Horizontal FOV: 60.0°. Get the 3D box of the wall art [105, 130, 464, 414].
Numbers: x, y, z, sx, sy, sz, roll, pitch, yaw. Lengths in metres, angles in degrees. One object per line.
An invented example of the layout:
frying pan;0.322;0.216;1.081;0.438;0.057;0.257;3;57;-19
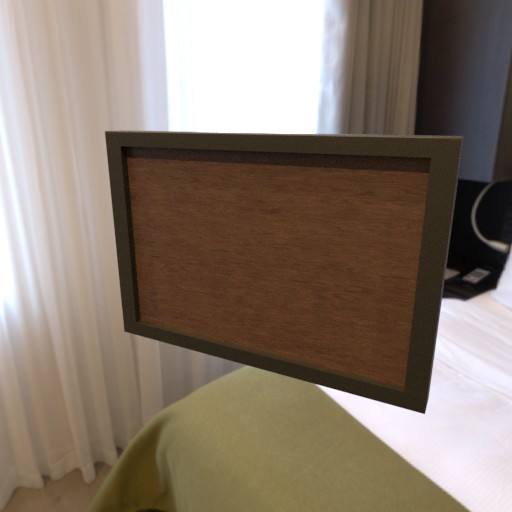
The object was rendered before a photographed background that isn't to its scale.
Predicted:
wall art;0.000;0.000;0.853;0.671;0.456;0.051;9;19;26
